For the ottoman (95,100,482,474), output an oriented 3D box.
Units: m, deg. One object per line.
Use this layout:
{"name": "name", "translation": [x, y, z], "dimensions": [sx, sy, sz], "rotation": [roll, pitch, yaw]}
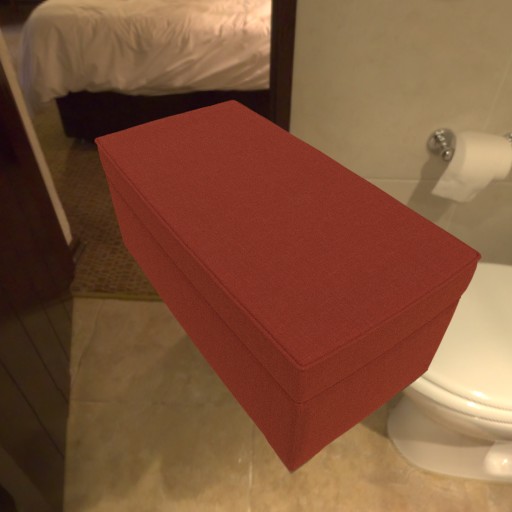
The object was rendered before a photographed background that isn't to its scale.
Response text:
{"name": "ottoman", "translation": [0.000, 0.000, 1.211], "dimensions": [0.497, 0.454, 0.948], "rotation": [-25, 48, -25]}
